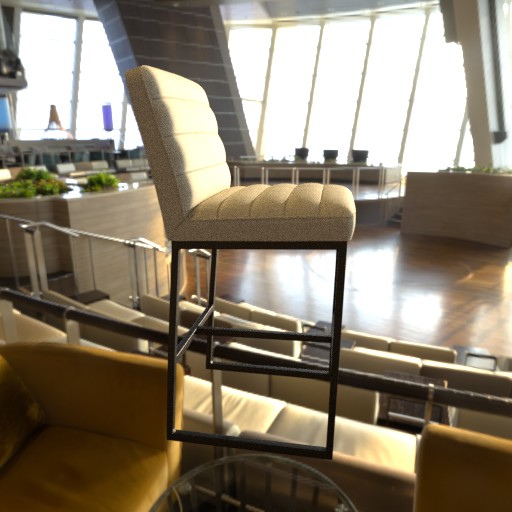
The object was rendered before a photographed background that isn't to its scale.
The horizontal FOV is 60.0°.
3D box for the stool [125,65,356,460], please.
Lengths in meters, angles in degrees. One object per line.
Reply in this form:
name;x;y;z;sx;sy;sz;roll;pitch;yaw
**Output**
stool;0.000;0.000;1.347;0.560;1.040;0.460;3;16;10
